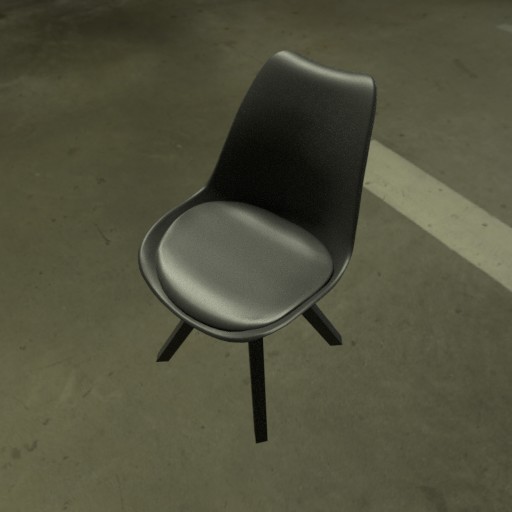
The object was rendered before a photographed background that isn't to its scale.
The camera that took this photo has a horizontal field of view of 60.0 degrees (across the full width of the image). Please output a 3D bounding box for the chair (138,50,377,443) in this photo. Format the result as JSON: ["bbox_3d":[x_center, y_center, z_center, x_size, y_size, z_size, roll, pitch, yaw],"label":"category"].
[{"bbox_3d":[0.000,0.000,1.172,0.485,0.850,0.550,30,53,26],"label":"chair"}]
